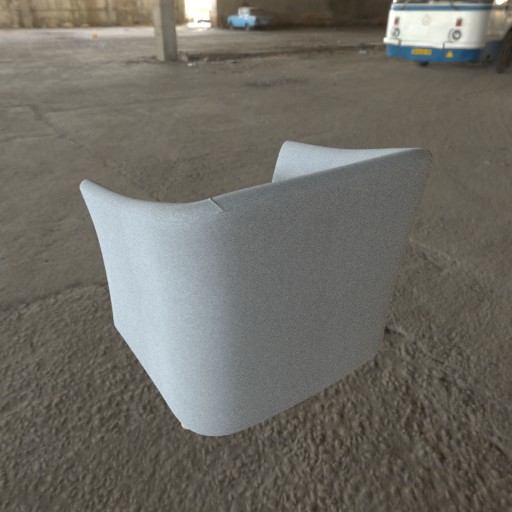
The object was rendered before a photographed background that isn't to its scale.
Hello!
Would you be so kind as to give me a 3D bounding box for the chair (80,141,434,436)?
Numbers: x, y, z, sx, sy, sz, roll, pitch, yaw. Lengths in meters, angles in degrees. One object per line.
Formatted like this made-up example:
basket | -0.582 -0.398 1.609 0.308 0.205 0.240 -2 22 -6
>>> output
chair | 0.000 0.000 1.342 0.790 0.720 0.700 -19 35 -29
